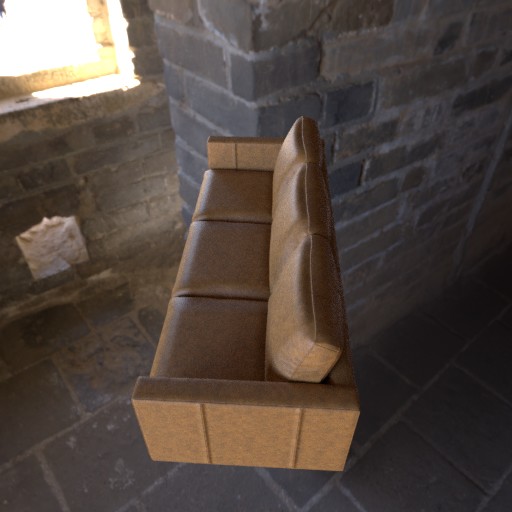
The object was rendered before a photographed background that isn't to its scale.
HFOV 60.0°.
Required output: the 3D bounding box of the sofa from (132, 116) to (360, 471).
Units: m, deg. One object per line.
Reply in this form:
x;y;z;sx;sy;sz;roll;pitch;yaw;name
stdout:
0.000;0.000;2.650;0.903;0.930;2.231;2;41;2;sofa
